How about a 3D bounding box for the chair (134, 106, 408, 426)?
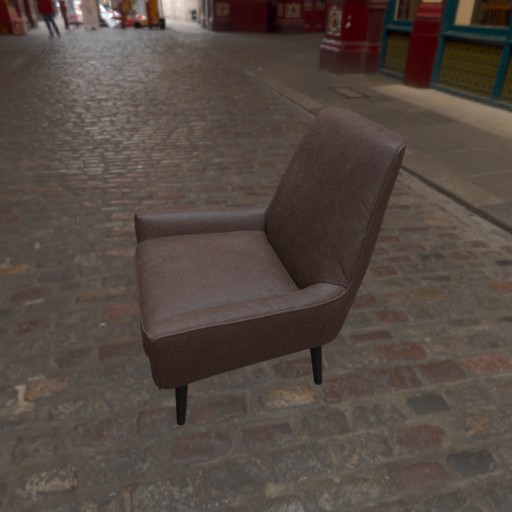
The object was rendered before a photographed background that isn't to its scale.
[{"bbox_3d":[0.000,0.000,1.540,0.824,0.888,0.787,-8,32,-13],"label":"chair"}]
